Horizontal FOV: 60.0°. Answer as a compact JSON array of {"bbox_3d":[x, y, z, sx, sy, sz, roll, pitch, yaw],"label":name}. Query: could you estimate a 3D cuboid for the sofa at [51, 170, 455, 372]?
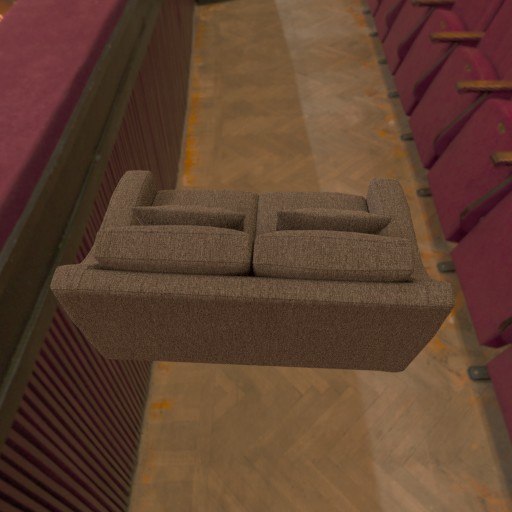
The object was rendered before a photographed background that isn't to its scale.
[{"bbox_3d":[0.000,0.000,2.495,1.778,0.991,1.120,2,49,2],"label":"sofa"}]
